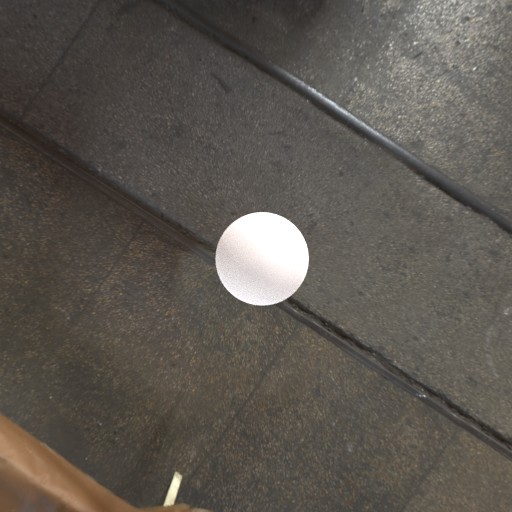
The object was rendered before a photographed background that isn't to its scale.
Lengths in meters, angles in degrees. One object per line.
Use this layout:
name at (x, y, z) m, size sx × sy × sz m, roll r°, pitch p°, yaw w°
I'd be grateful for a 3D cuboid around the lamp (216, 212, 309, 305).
lamp at (0.000, 0.000, 1.847) m, size 0.229 × 1.748 × 0.229 m, roll 0°, pitch 91°, yaw -1°
